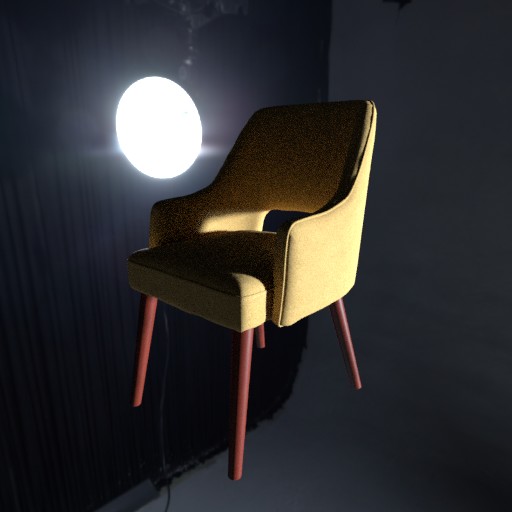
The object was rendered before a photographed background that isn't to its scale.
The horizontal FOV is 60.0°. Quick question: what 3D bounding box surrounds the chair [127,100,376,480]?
[{"bbox_3d":[0.000,0.000,1.239,0.548,0.849,0.605,13,19,42],"label":"chair"}]
